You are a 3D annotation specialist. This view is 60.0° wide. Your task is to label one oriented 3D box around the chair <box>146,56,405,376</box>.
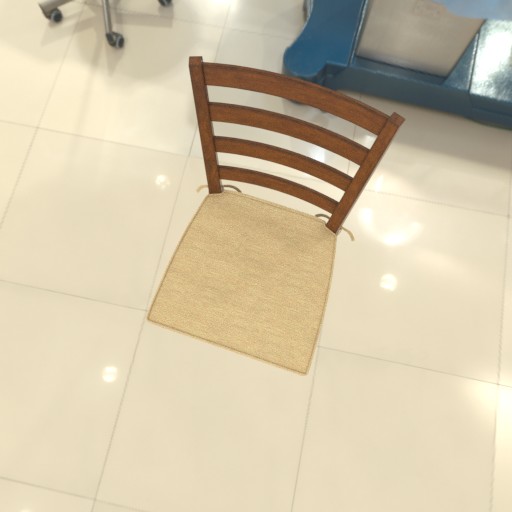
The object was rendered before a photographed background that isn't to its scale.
[{"bbox_3d":[0.000,0.000,1.384,0.593,0.979,0.595,18,76,5],"label":"chair"}]
